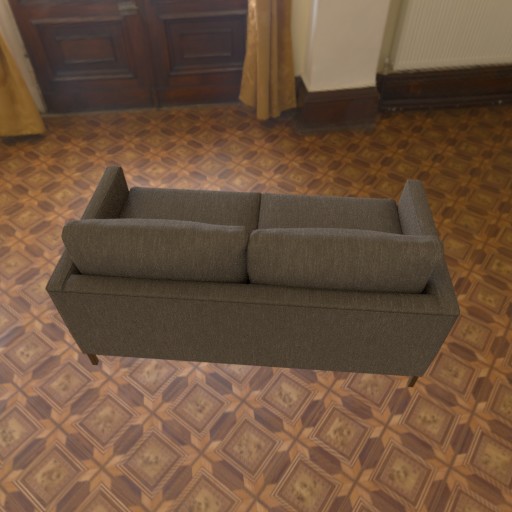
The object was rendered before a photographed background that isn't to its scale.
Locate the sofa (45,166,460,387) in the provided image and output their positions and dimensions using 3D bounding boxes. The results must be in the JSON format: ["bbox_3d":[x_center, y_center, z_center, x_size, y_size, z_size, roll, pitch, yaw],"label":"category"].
[{"bbox_3d":[0.000,0.000,2.186,1.682,0.840,0.875,3,47,3],"label":"sofa"}]
